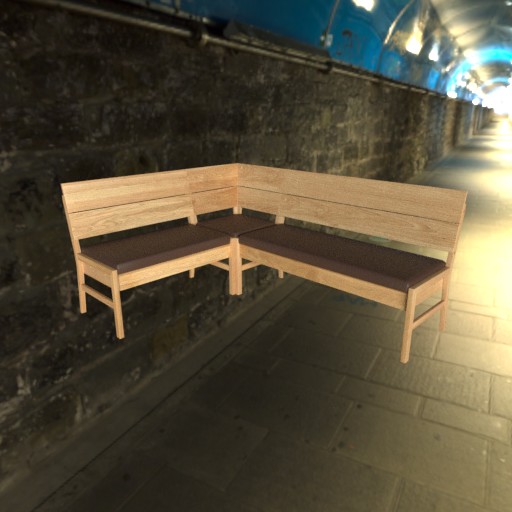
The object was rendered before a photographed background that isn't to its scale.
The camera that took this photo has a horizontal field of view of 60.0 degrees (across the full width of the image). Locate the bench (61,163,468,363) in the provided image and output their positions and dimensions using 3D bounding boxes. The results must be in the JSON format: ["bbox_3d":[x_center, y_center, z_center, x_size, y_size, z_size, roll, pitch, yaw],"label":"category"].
[{"bbox_3d":[0.000,0.000,2.838,1.975,0.890,1.549,17,25,41],"label":"bench"}]
